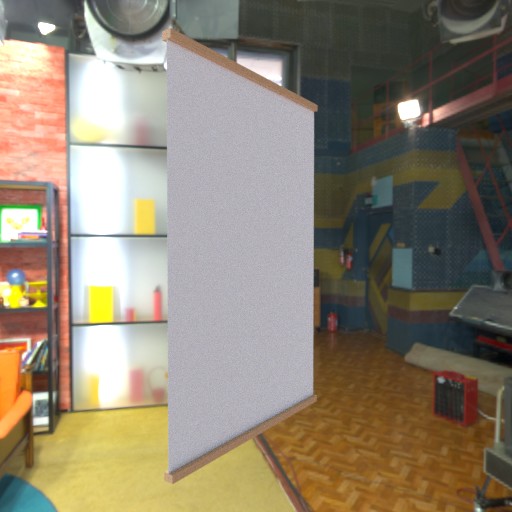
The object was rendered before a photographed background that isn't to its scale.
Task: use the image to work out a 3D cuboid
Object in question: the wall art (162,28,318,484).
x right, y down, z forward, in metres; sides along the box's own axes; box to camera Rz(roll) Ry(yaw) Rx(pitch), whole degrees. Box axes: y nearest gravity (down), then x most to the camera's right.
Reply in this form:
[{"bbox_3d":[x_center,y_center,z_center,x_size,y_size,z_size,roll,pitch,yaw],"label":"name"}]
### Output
[{"bbox_3d":[0.000,0.000,0.759,0.016,0.611,0.401,1,2,37],"label":"wall art"}]
